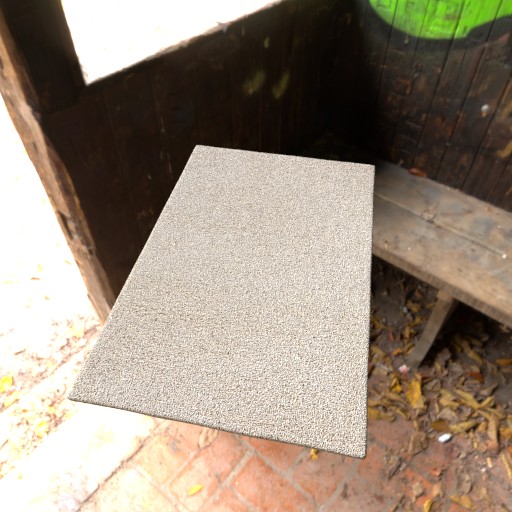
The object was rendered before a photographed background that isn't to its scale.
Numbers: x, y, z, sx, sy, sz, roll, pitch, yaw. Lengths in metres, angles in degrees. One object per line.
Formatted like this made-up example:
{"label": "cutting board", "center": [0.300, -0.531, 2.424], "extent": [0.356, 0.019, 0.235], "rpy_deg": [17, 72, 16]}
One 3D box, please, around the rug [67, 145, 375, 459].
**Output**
{"label": "rug", "center": [0.000, 0.000, 3.452], "extent": [1.778, 0.030, 2.743], "rpy_deg": [8, 48, 8]}
